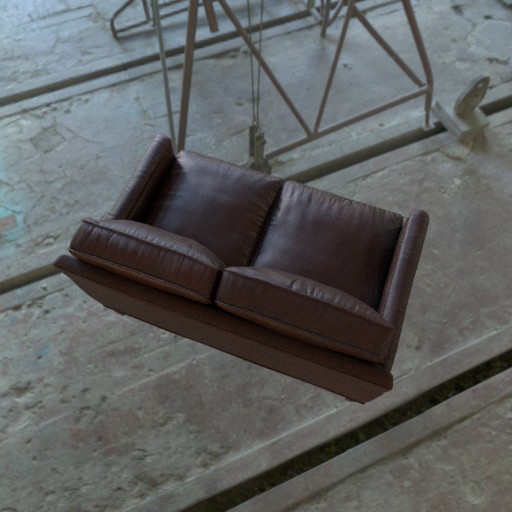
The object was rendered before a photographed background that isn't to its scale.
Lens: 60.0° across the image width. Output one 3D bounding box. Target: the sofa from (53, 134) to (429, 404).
[{"bbox_3d":[0.000,0.000,2.340,1.628,1.003,1.083,18,64,9],"label":"sofa"}]
